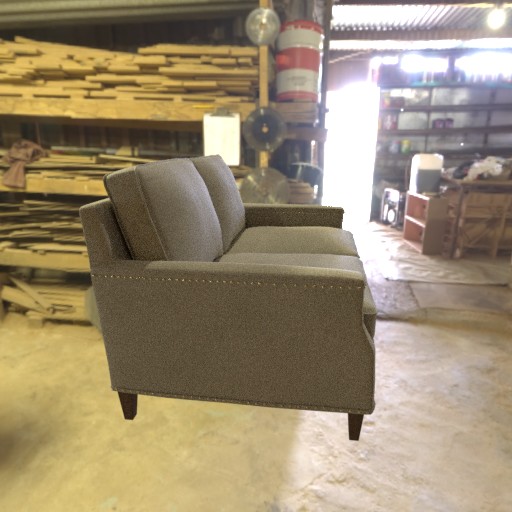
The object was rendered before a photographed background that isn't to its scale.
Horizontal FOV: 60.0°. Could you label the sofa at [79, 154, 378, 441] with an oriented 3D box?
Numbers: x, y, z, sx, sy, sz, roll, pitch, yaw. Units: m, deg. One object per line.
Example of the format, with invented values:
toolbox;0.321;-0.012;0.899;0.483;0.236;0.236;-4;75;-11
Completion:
sofa;0.000;0.000;2.295;1.084;1.003;1.597;2;15;8
